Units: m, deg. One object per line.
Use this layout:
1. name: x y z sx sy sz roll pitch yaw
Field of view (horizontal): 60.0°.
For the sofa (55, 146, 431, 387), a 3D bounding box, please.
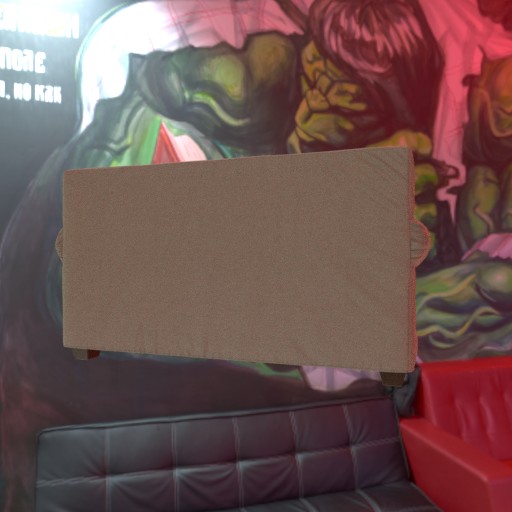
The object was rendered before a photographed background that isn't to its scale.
1. sofa: 0.000 0.000 2.188 1.550 0.905 1.070 0 0 18
